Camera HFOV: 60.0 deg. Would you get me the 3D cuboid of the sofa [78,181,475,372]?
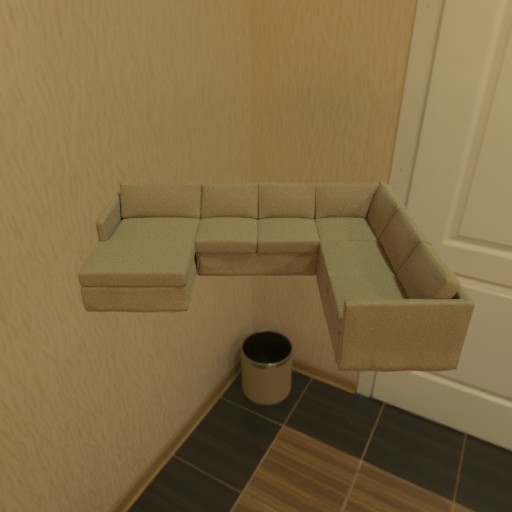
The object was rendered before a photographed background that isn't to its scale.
[{"bbox_3d":[0.000,0.000,4.651,3.528,0.878,2.476,0,30,0],"label":"sofa"}]
